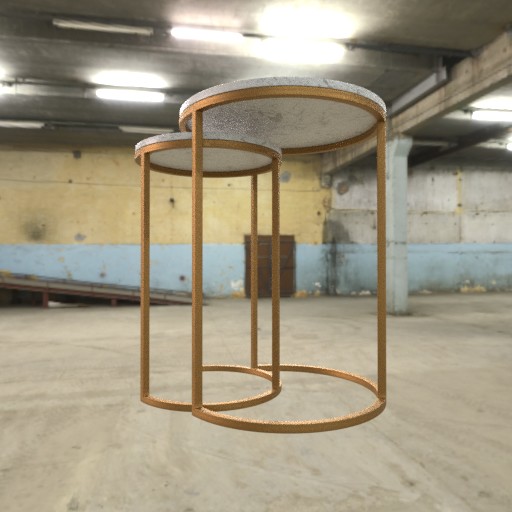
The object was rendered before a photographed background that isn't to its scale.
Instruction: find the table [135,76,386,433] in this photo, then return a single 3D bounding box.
[{"bbox_3d":[0.000,0.000,0.898,0.507,0.550,0.400,0,-1,18],"label":"table"}]
